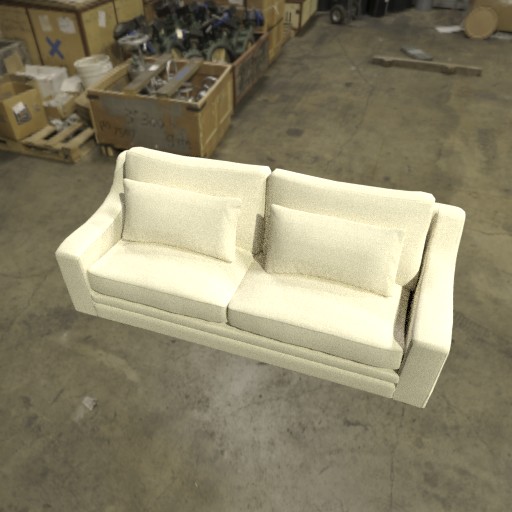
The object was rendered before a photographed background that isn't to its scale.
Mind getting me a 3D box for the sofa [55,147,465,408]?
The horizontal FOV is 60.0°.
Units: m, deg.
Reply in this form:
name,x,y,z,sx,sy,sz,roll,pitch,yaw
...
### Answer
name,x,y,z,sx,sy,sz,roll,pitch,yaw
sofa,0.000,0.000,2.975,2.470,1.022,1.009,13,43,14
